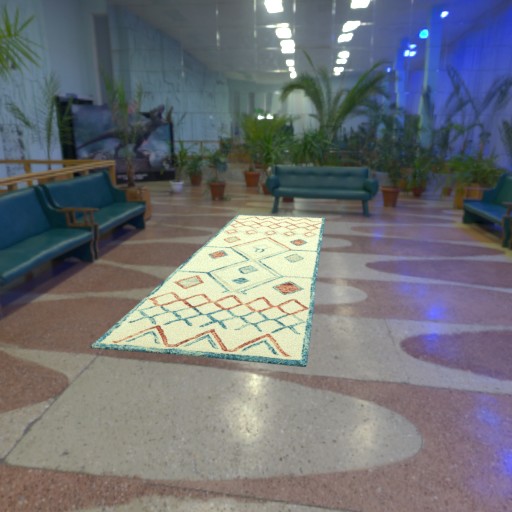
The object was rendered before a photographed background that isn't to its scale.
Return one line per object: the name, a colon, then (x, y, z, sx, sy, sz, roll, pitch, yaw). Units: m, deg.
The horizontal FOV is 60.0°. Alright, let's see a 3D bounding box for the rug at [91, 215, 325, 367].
rug: (0.000, 0.000, 2.629, 0.750, 0.011, 2.435, 3, 16, 9)
